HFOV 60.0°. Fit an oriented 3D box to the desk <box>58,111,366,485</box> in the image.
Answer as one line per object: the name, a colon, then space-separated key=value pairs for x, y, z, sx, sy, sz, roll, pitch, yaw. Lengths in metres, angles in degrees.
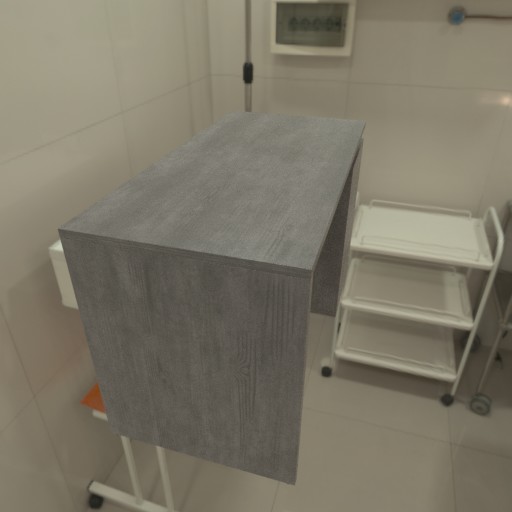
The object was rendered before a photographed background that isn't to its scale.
desk: x=0.000 y=0.000 z=1.639 sx=0.600 sy=0.740 sz=1.200 roll=9 pitch=32 yaw=15
